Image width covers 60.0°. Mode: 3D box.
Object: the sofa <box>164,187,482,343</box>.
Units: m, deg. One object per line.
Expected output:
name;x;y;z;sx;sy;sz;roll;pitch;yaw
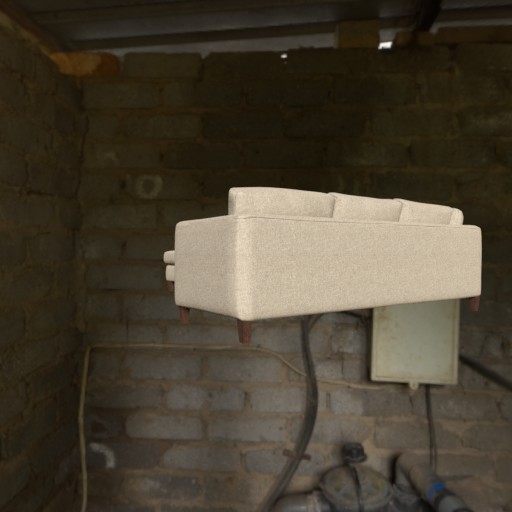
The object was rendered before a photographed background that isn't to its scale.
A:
sofa;0.000;0.000;4.647;2.593;0.959;3.460;0;1;-34
